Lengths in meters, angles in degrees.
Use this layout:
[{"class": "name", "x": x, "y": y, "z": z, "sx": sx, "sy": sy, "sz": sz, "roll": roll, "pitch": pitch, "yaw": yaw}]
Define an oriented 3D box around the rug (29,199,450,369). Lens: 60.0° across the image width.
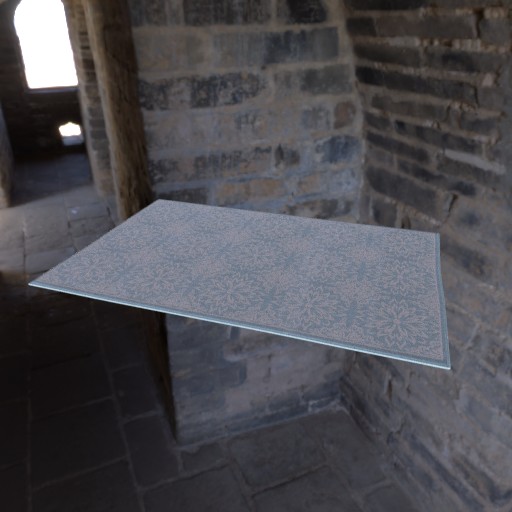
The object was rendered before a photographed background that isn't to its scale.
[{"class": "rug", "x": 0.000, "y": 0.000, "z": 3.468, "sx": 2.746, "sy": 0.018, "sz": 1.819, "roll": 9, "pitch": 28, "yaw": 16}]
